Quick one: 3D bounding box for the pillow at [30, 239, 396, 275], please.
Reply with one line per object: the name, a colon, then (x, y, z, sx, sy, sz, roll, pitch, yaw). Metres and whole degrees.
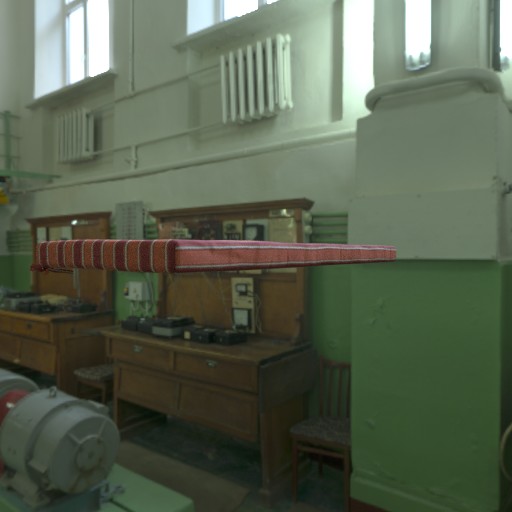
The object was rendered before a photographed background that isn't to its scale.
pillow: (0.000, 0.000, 1.342, 0.492, 0.081, 1.187, 0, 1, 36)
